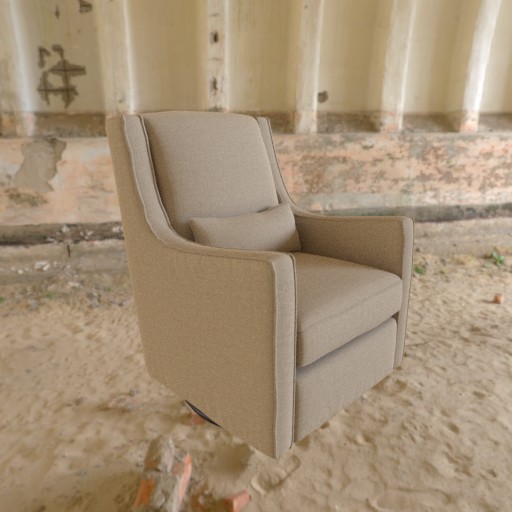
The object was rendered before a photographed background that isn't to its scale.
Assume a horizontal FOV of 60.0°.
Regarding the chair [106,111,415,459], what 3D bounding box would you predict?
[{"bbox_3d":[0.000,0.000,1.576,0.879,0.993,0.732,16,23,42],"label":"chair"}]
